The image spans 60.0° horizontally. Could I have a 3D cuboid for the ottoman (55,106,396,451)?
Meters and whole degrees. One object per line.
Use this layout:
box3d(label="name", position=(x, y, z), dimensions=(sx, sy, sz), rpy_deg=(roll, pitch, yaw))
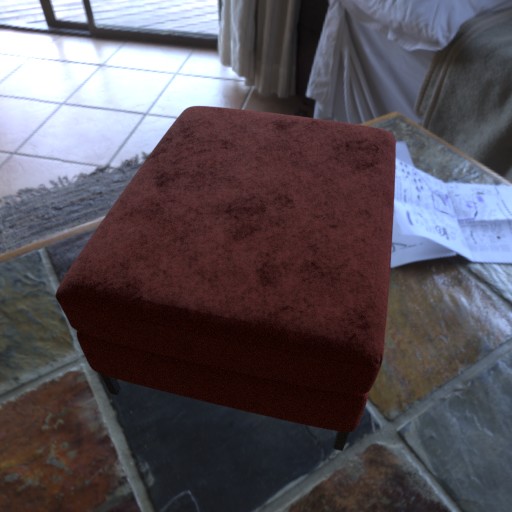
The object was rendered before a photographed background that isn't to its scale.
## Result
box3d(label="ottoman", position=(0.000, 0.000, 1.194), dimensions=(0.650, 0.462, 0.782), rpy_deg=(10, 48, 9))
